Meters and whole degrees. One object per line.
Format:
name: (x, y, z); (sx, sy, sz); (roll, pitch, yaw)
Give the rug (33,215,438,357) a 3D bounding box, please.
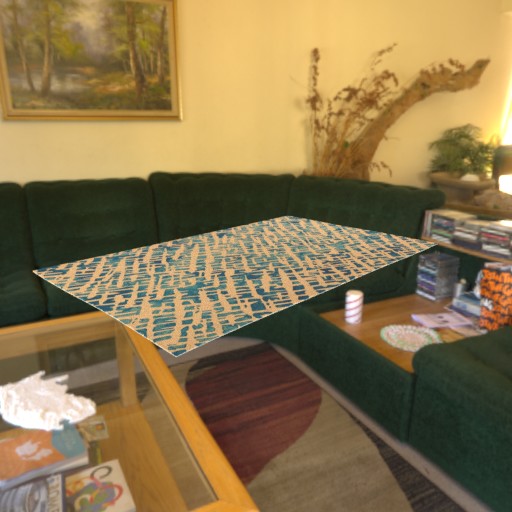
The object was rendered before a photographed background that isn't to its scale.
rug: (0.000, 0.000, 3.092); (1.520, 0.011, 2.447); (16, 23, 42)
